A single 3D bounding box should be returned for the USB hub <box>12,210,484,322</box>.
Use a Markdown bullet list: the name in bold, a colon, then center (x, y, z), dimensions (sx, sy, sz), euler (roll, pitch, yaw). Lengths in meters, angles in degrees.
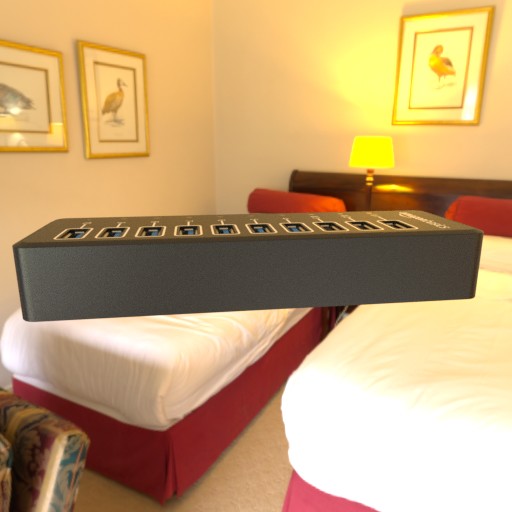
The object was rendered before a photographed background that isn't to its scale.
- **USB hub**: center (0.000, 0.000, 0.156), dimensions (0.145, 0.023, 0.044), euler (-2, 15, -8)
